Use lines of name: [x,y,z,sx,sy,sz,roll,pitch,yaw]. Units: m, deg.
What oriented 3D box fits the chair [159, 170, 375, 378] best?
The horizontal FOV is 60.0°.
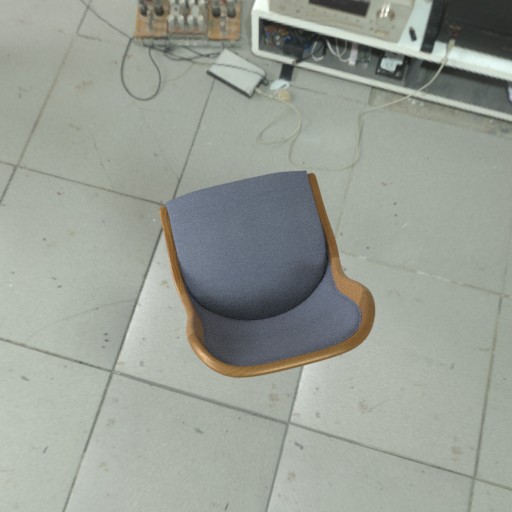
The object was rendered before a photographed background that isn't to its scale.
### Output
chair: [0.000,0.000,1.465,0.605,1.031,0.735,-13,76,-3]
